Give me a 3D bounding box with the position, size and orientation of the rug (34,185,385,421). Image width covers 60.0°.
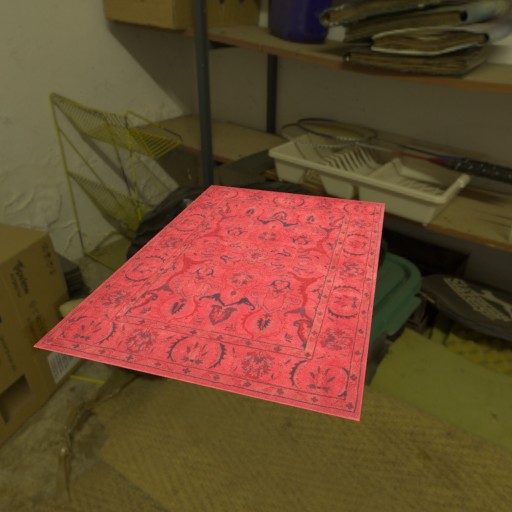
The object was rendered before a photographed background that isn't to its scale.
[{"bbox_3d":[0.000,0.000,2.276,1.209,0.008,1.814,8,30,14],"label":"rug"}]
